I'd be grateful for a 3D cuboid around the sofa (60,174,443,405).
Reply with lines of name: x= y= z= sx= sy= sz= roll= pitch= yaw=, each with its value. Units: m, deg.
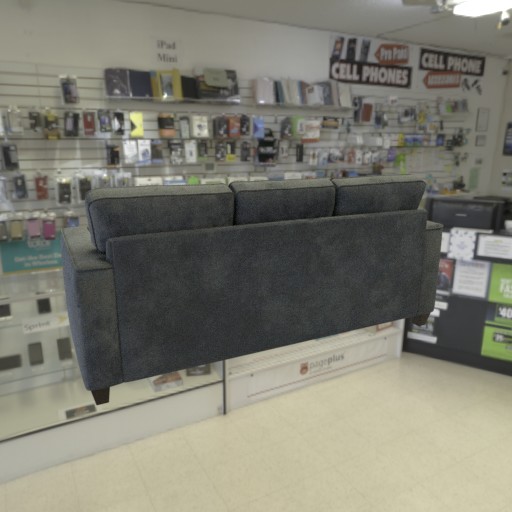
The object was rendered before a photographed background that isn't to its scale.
sofa: x=0.000 y=0.000 z=2.684 sx=2.133 sy=0.965 sz=0.939 roll=-7 pitch=16 yaw=-25
